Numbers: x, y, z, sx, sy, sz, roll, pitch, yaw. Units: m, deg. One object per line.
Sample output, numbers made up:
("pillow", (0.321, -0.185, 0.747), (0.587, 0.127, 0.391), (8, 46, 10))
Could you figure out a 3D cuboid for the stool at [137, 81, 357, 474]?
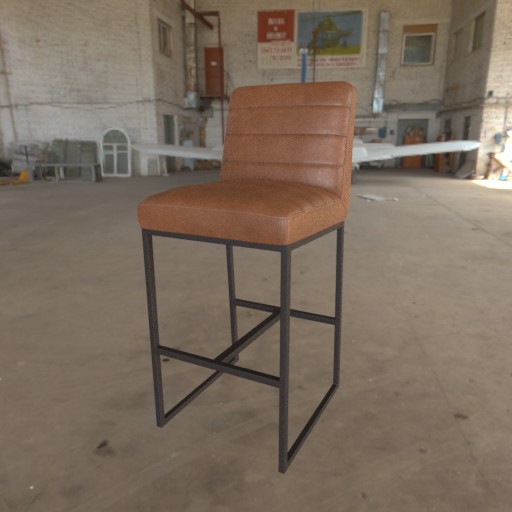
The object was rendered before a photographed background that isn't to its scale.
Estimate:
("stool", (0.000, 0.000, 1.369), (0.458, 1.040, 0.556), (8, 17, 27))
